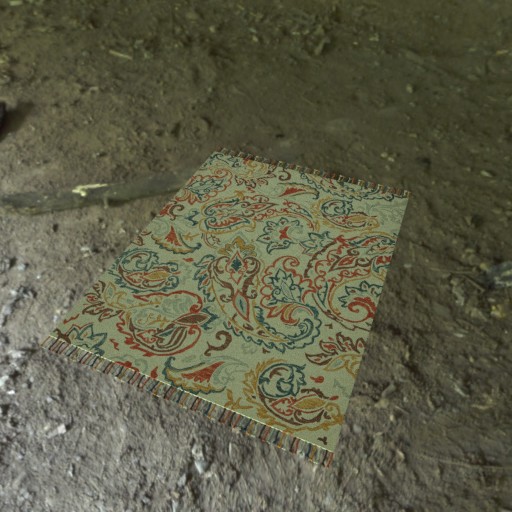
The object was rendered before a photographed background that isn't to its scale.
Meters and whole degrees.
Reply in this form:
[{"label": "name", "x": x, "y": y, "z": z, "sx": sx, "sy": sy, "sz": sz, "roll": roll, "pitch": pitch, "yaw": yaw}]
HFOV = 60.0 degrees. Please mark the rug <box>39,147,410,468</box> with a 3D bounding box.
[{"label": "rug", "x": 0.000, "y": 0.000, "z": 4.324, "sx": 2.439, "sy": 0.015, "sz": 3.274, "roll": 17, "pitch": 47, "yaw": 16}]
